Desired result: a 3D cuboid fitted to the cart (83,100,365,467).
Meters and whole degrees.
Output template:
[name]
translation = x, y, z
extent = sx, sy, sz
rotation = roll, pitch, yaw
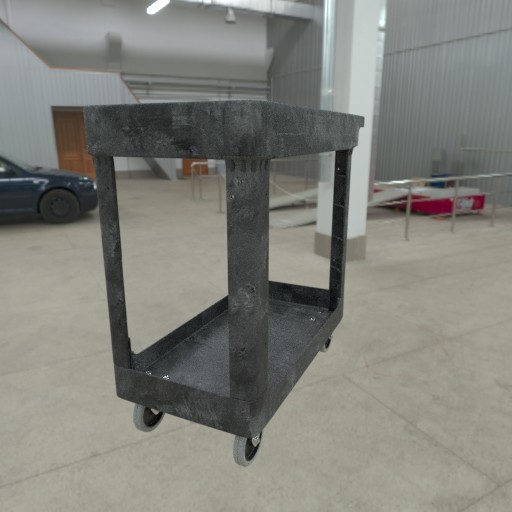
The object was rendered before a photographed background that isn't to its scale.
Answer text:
[cart]
translation = 0.000, 0.000, 1.334
extent = 0.420, 0.824, 0.877
rotation = 7, 17, 24
